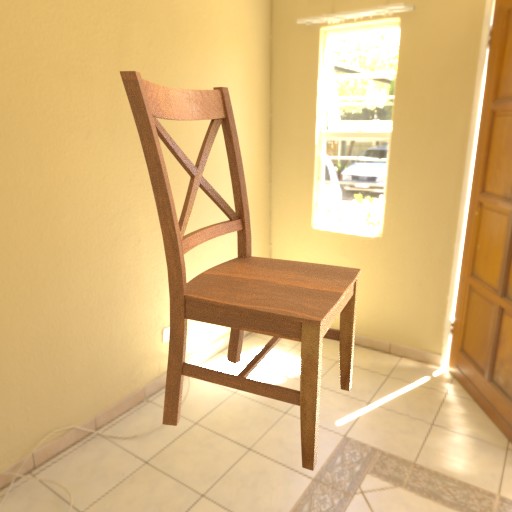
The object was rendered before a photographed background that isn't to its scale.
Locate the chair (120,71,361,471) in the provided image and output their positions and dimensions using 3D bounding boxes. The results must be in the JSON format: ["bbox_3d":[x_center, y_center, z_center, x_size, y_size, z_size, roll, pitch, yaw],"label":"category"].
[{"bbox_3d":[0.000,0.000,1.304,0.542,0.983,0.485,7,17,24],"label":"chair"}]
